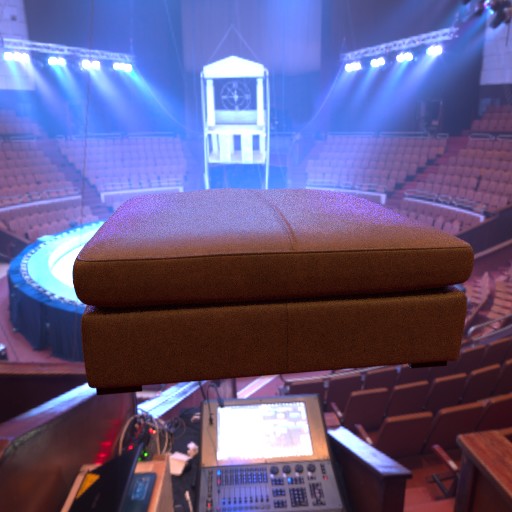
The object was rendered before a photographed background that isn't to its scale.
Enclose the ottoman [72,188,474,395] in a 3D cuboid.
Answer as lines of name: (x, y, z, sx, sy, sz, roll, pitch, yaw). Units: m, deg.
ottoman: (0.000, 0.000, 1.784, 1.168, 0.490, 1.168, -2, 15, -9)
